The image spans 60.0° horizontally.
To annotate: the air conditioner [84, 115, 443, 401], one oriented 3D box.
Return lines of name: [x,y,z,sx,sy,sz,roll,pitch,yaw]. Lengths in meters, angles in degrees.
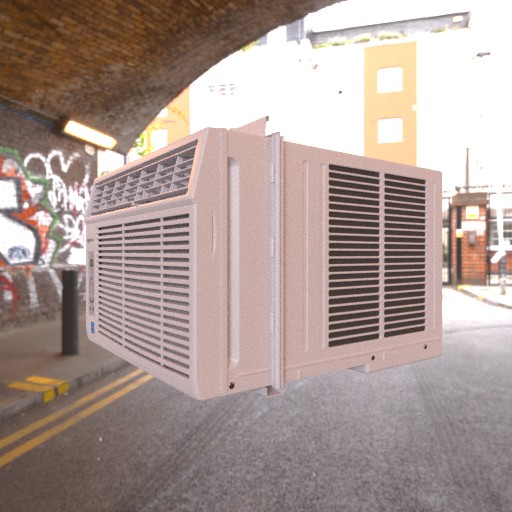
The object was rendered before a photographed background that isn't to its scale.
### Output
air conditioner: [0.000,0.000,0.891,0.546,0.388,0.503,0,0,-36]
